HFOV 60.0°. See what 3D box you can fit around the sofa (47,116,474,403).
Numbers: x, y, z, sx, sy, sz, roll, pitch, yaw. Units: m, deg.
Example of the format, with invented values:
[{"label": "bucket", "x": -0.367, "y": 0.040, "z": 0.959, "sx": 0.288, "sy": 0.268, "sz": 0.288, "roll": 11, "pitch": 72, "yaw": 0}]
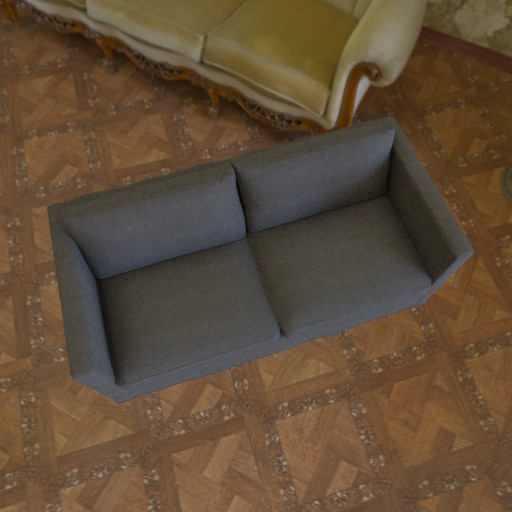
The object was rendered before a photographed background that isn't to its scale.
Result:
[{"label": "sofa", "x": 0.000, "y": 0.000, "z": 2.455, "sx": 1.982, "sy": 0.855, "sz": 0.953, "roll": -16, "pitch": 66, "yaw": -8}]
